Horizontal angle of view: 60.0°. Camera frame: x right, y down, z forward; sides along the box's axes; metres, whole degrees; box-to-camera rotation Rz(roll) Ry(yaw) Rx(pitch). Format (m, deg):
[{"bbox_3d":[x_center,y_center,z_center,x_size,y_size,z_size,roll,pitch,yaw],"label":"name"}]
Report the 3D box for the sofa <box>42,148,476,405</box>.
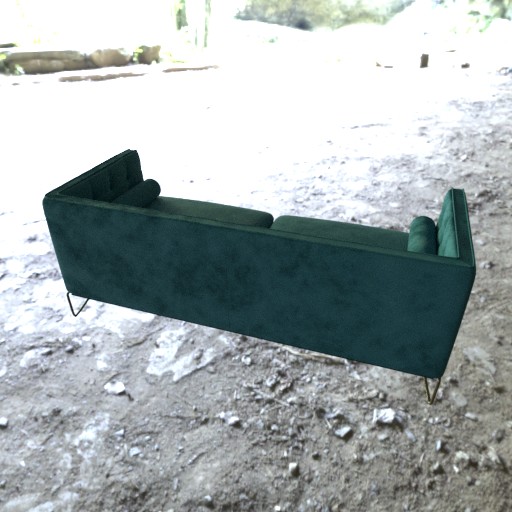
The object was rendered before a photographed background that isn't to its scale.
[{"bbox_3d":[0.000,0.000,2.498,2.087,0.789,0.867,10,33,16],"label":"sofa"}]
